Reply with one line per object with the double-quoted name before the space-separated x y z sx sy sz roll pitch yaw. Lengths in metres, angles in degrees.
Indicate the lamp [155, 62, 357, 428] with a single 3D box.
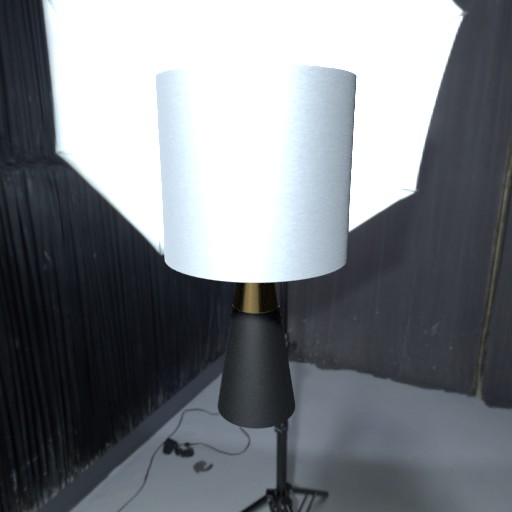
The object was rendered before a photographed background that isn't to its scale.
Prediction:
"lamp" 0.000 0.000 0.761 0.308 0.580 0.308 7 16 26
